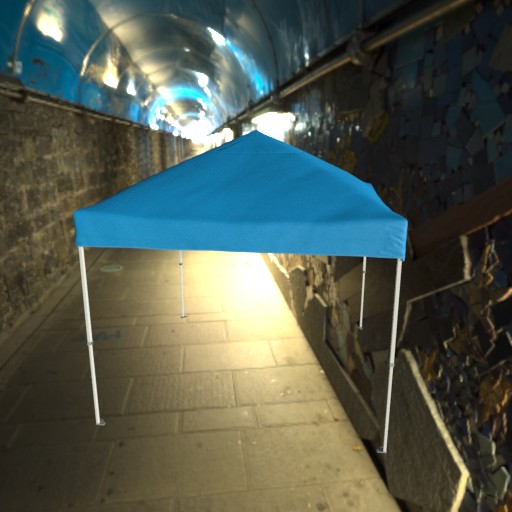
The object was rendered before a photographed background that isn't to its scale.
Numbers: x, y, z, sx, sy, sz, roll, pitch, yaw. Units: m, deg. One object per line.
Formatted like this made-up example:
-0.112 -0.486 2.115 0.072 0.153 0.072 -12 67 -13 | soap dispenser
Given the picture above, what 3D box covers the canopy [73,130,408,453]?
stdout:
0.000 0.000 5.468 2.996 2.997 2.998 2 15 8 | canopy
